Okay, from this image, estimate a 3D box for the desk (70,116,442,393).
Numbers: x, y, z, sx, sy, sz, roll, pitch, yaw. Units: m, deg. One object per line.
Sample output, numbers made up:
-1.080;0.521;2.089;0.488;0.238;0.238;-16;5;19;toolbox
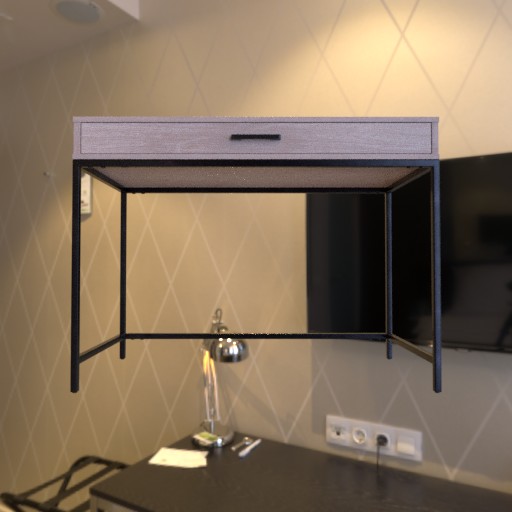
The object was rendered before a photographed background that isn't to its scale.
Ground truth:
0.000;0.000;1.442;1.016;0.762;0.470;0;-1;0;desk
